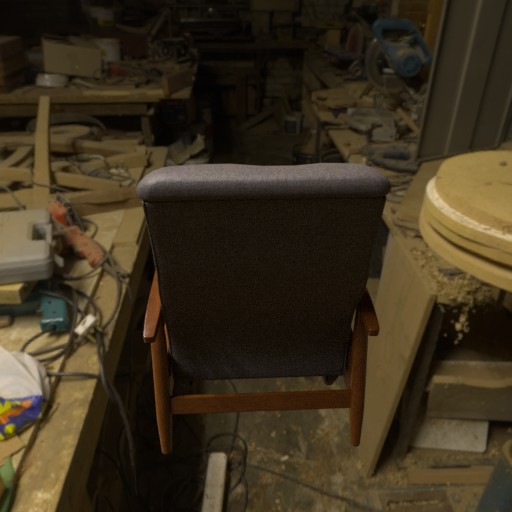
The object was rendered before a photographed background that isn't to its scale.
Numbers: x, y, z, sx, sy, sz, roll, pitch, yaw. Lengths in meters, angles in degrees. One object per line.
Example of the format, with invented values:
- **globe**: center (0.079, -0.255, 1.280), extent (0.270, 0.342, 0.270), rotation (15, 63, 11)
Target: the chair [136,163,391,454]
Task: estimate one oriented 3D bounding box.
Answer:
- **chair**: center (0.000, 0.000, 1.764), extent (0.762, 1.081, 1.014), rotation (-1, 32, -2)
